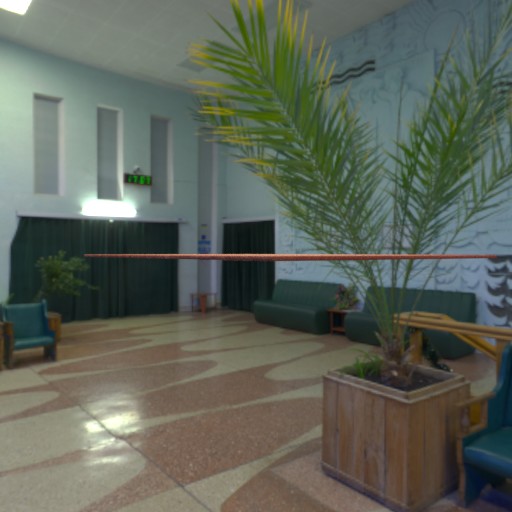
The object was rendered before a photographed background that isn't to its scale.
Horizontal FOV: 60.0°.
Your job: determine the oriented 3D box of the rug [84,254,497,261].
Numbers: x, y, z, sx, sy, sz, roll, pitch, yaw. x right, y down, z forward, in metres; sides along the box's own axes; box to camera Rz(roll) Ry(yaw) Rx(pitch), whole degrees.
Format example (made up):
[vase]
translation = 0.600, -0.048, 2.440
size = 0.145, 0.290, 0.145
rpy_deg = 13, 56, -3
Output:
[rug]
translation = 0.000, 0.000, 2.273
size = 1.219, 0.014, 1.829
rpy_deg = 0, 0, -36
